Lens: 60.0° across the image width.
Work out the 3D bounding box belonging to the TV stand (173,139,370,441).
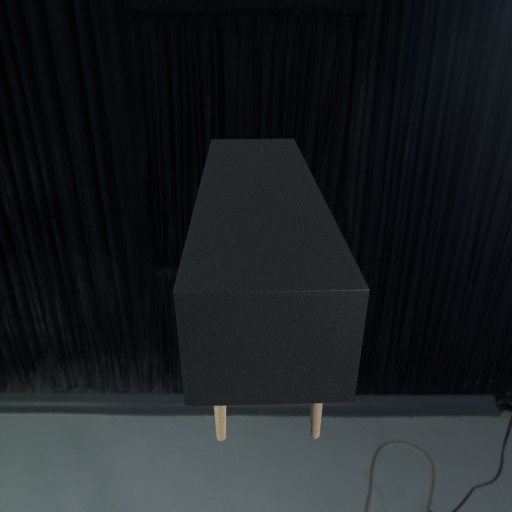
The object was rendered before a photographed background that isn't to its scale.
[{"bbox_3d":[0.000,0.000,1.538,0.390,0.518,1.312,-1,27,-2],"label":"TV stand"}]
